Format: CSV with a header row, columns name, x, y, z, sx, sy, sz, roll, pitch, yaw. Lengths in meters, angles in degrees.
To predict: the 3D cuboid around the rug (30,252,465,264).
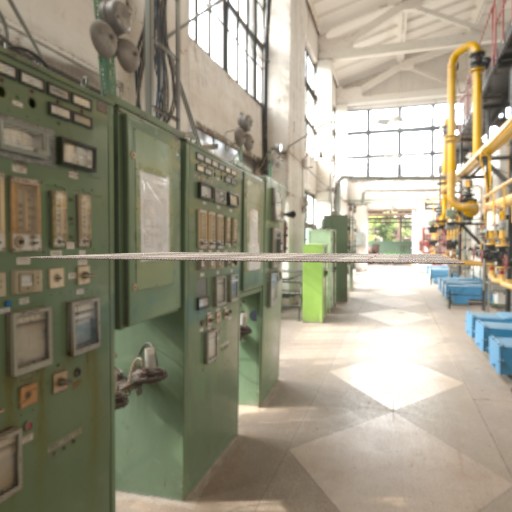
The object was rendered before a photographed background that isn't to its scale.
name,x,y,z,sx,sy,sz,roll,pitch,yaw
rug,0.000,0.000,3.080,2.464,0.010,1.549,1,2,18
